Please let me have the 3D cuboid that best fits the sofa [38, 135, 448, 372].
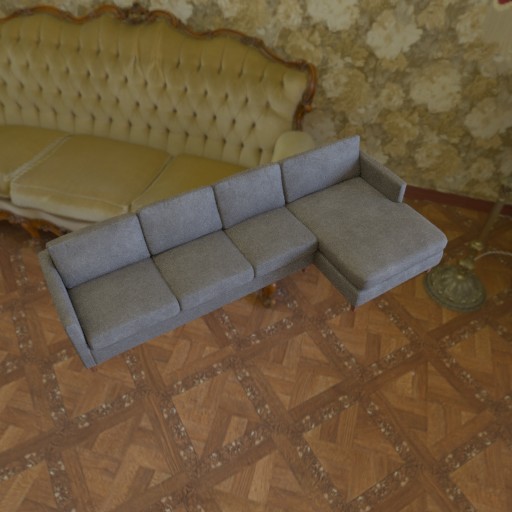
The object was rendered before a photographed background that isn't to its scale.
[{"bbox_3d":[0.000,0.000,4.128,3.471,0.950,1.604,-23,51,-21],"label":"sofa"}]
